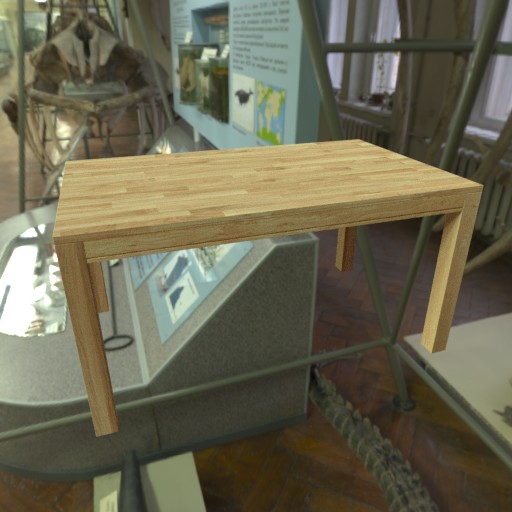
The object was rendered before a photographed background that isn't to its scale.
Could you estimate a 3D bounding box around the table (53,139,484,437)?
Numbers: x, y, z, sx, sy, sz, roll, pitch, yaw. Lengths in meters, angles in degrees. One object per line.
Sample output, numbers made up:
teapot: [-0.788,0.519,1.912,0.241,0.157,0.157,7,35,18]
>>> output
table: [0.000,0.000,1.997,1.500,0.770,0.900,-9,27,-17]
